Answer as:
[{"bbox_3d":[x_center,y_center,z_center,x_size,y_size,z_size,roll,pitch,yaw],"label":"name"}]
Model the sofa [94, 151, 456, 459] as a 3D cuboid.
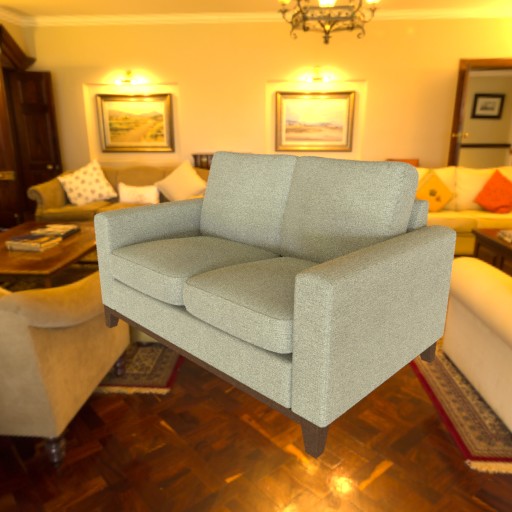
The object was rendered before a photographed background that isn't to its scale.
[{"bbox_3d":[0.000,0.000,2.022,1.420,0.873,0.917,16,23,42],"label":"sofa"}]
